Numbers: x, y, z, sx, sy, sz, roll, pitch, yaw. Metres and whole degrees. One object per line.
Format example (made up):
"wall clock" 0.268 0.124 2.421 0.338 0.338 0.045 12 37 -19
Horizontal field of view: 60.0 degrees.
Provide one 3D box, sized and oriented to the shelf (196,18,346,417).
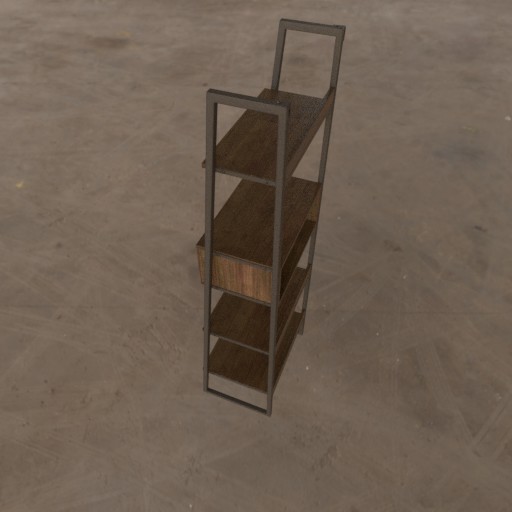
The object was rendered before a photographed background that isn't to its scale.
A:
"shelf" 0.000 0.000 2.205 0.454 2.005 0.652 16 49 15
